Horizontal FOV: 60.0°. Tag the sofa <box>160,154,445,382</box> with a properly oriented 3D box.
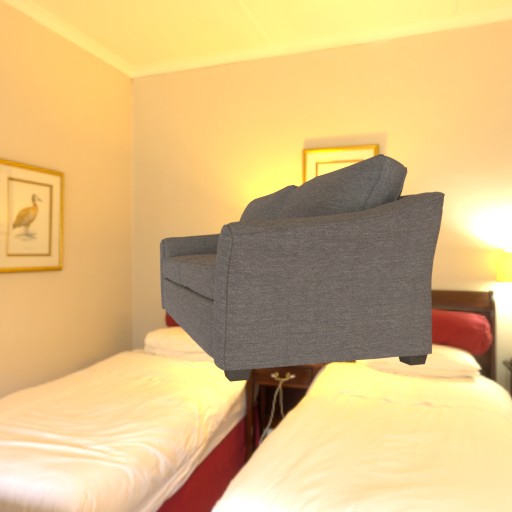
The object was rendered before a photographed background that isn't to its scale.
[{"bbox_3d":[0.000,0.000,2.778,0.971,0.950,2.270,0,1,-18],"label":"sofa"}]
